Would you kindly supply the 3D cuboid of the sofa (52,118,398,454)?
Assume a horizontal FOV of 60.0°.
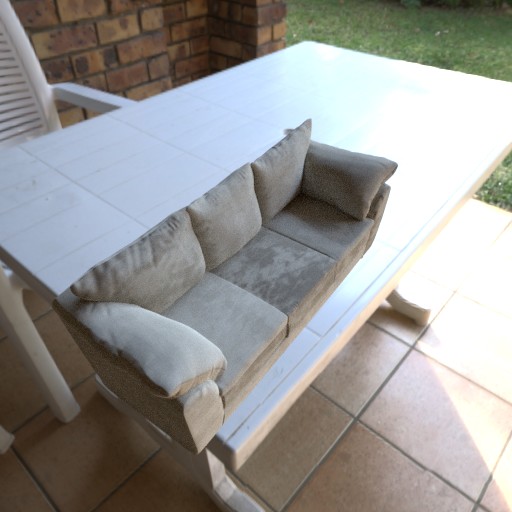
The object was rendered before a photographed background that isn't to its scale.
[{"bbox_3d":[0.000,0.000,2.844,0.893,0.981,2.377,25,46,27],"label":"sofa"}]
